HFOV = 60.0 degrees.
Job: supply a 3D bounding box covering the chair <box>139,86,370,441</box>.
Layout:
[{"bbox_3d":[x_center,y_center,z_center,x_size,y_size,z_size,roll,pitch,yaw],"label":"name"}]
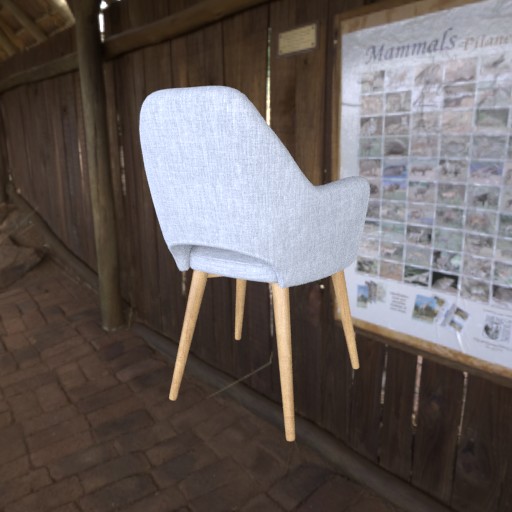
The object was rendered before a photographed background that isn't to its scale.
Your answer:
[{"bbox_3d":[0.000,0.000,1.250,0.590,0.840,0.610,8,17,28],"label":"chair"}]
